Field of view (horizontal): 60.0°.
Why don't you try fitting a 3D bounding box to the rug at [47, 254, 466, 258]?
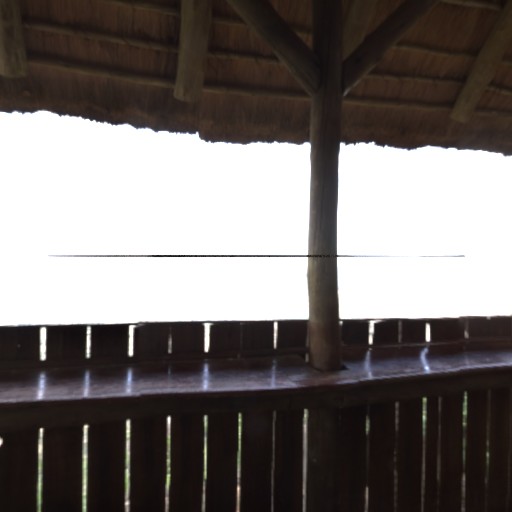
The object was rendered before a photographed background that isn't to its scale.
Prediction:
[{"bbox_3d":[0.000,0.000,4.244,3.204,0.017,2.448,0,0,-37],"label":"rug"}]
